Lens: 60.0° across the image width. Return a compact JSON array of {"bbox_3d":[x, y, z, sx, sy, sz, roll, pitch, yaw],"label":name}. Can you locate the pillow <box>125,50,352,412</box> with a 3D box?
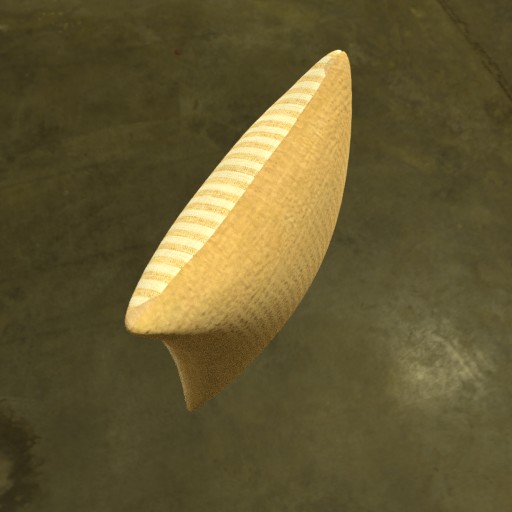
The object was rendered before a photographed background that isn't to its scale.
[{"bbox_3d":[0.000,0.000,0.628,0.173,0.407,0.419,28,65,14],"label":"pillow"}]
